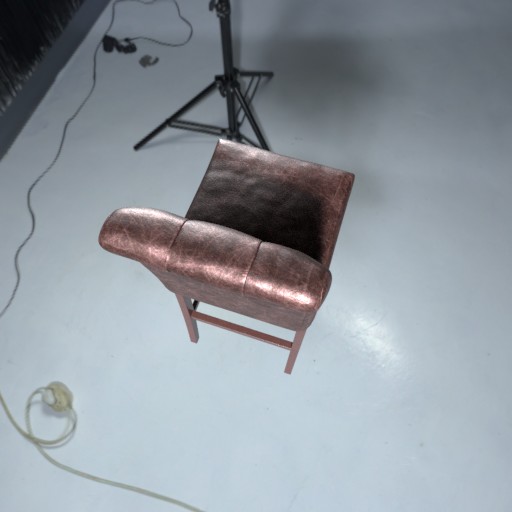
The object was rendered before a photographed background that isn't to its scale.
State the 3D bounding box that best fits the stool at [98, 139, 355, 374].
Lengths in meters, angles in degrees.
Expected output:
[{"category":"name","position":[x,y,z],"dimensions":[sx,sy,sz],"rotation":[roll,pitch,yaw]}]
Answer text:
[{"category":"stool","position":[0.000,0.000,1.481],"dimensions":[0.483,1.168,0.659],"rotation":[17,66,8]}]
